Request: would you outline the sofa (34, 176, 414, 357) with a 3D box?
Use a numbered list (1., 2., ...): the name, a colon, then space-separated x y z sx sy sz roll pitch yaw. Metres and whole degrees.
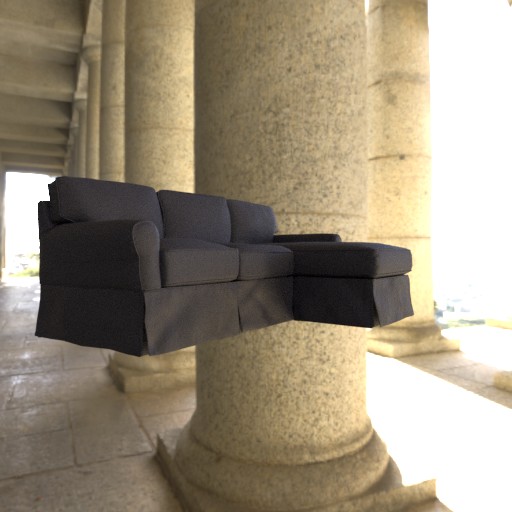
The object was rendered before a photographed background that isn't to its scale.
1. sofa: 0.000 0.000 3.301 1.637 1.039 2.518 0 1 36
